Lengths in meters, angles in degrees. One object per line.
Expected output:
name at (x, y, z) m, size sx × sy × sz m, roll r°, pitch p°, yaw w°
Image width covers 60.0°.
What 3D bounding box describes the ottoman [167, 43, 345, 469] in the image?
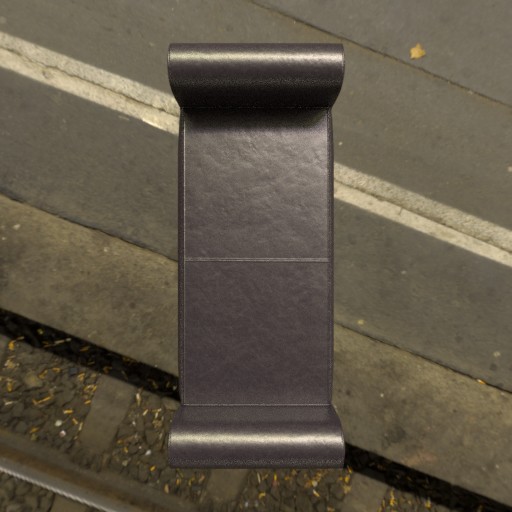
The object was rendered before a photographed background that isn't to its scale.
ottoman at (0.000, 0.000, 1.526) m, size 0.521 × 0.547 × 1.256 m, roll 0°, pitch 90°, yaw 0°
